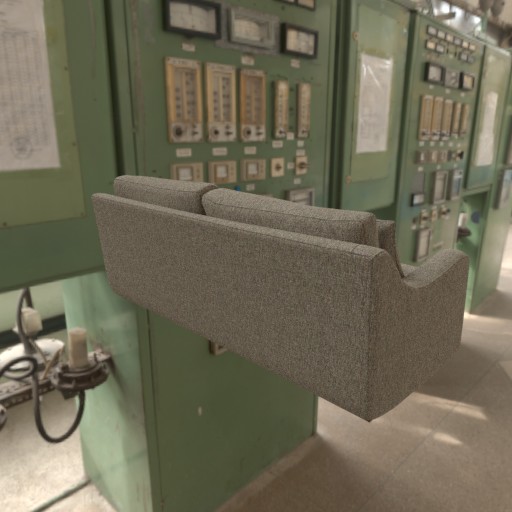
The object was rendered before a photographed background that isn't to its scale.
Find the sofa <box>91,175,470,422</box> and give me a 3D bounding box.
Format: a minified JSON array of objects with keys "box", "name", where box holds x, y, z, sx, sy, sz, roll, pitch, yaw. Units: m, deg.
[{"box":[0.000,0.000,2.933,1.103,0.998,2.418,-15,21,-43],"name":"sofa"}]
